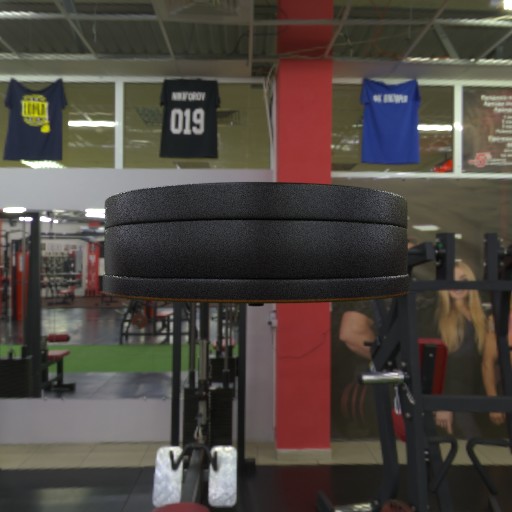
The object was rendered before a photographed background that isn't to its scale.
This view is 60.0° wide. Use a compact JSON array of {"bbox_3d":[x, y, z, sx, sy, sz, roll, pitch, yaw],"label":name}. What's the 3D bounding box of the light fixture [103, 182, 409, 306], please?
[{"bbox_3d":[0.000,0.000,0.433,0.283,0.097,0.283,0,0,0],"label":"light fixture"}]
